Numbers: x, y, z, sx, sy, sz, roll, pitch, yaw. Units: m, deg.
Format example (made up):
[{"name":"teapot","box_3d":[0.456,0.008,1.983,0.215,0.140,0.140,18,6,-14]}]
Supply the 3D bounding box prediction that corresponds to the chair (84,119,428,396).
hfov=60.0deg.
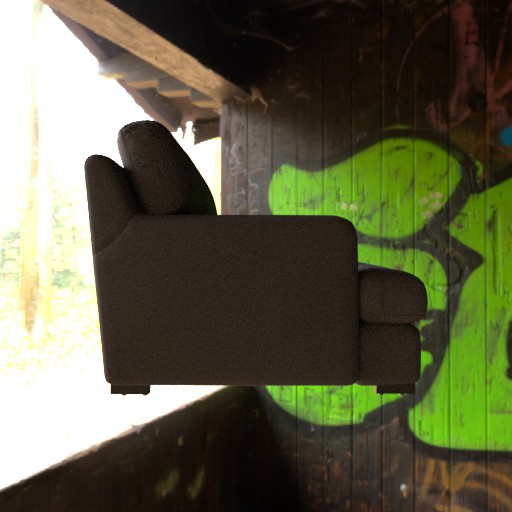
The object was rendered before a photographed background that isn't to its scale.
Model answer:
[{"name":"chair","box_3d":[0.000,0.000,1.983,1.143,0.940,1.168,0,-1,0]}]
